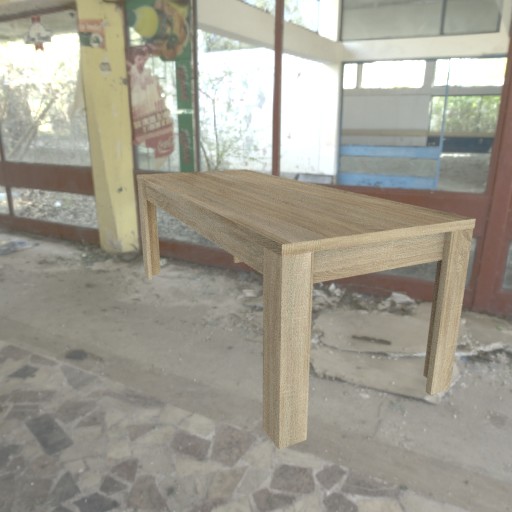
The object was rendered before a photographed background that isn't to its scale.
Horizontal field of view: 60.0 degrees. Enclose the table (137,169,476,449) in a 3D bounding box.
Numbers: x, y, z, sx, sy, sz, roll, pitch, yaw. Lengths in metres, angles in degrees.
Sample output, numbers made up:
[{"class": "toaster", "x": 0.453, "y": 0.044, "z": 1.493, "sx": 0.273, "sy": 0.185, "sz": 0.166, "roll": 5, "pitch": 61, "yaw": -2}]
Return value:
[{"class": "table", "x": 0.000, "y": 0.000, "z": 2.663, "sx": 0.900, "sy": 0.790, "sz": 2.200, "roll": -8, "pitch": 19, "yaw": -25}]
